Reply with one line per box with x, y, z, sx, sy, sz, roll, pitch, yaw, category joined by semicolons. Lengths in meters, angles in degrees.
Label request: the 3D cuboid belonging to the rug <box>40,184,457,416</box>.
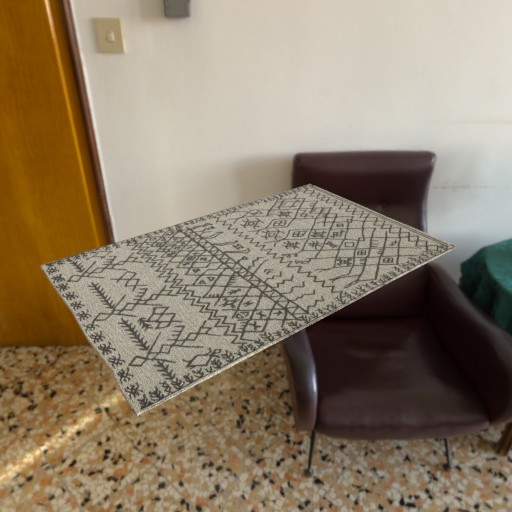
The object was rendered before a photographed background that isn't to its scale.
0.000;0.000;4.780;3.824;0.019;2.393;-21;36;-31;rug
